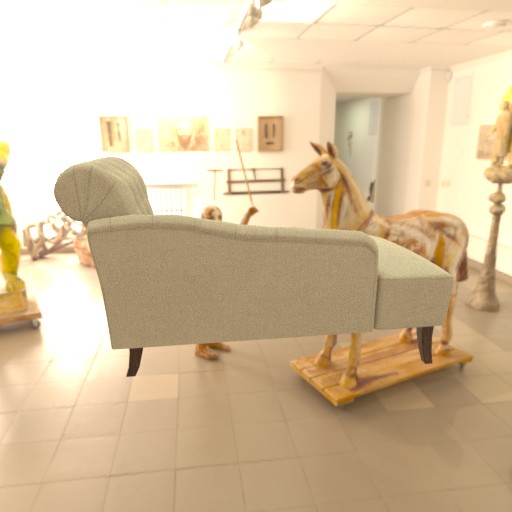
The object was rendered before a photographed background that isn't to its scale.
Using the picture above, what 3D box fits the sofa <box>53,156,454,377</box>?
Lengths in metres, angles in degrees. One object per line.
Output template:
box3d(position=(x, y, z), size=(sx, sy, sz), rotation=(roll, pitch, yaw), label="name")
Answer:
box3d(position=(0.000, 0.000, 1.821), size=(1.379, 0.787, 0.675), rotation=(-2, 15, -9), label="sofa")
